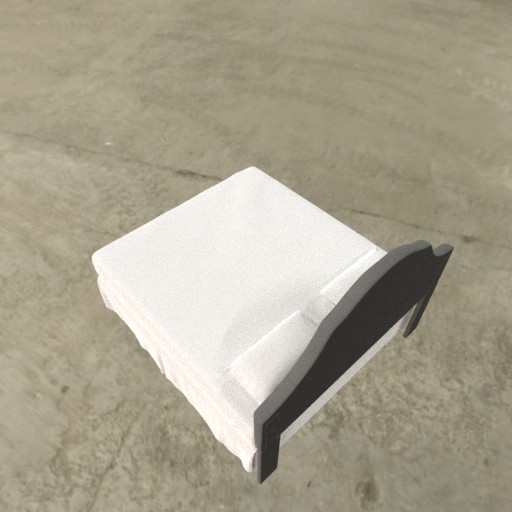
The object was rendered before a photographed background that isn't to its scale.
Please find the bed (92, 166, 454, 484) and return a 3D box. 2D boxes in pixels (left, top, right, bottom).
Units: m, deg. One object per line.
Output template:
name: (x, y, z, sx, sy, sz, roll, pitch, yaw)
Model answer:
bed: (0.000, 0.000, 3.564, 2.008, 1.615, 2.214, -34, 56, -27)
